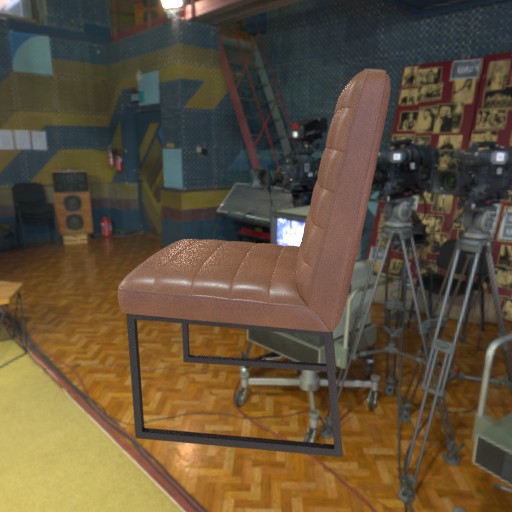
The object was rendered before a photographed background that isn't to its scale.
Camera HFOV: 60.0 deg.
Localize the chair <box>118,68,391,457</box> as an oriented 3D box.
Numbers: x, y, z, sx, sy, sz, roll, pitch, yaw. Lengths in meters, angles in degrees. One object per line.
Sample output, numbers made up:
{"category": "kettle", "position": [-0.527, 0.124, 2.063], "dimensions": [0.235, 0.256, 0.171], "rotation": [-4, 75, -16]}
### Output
{"category": "chair", "position": [0.000, 0.000, 1.277], "dimensions": [0.634, 0.930, 0.520], "rotation": [2, 14, 8]}
